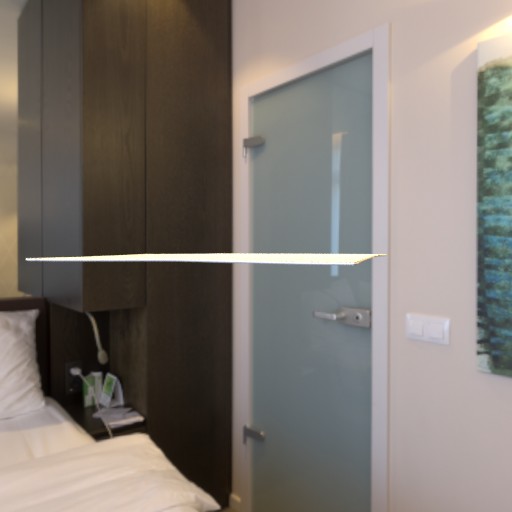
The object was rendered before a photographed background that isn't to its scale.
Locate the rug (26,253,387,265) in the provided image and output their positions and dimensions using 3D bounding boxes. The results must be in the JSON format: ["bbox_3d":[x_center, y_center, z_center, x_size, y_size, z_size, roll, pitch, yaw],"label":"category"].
[{"bbox_3d":[0.000,0.000,2.997,1.593,0.029,2.305,0,1,20],"label":"rug"}]
